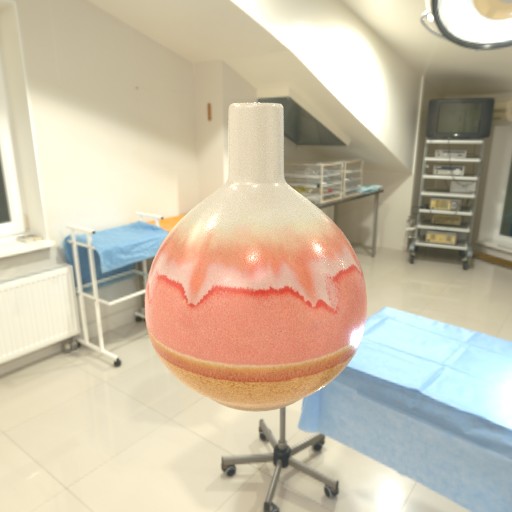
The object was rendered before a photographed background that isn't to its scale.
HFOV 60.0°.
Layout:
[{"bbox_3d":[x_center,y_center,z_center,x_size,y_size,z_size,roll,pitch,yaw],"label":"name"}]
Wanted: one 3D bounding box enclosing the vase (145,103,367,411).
[{"bbox_3d":[0.000,0.000,0.272,0.137,0.176,0.137,0,17,0],"label":"vase"}]
